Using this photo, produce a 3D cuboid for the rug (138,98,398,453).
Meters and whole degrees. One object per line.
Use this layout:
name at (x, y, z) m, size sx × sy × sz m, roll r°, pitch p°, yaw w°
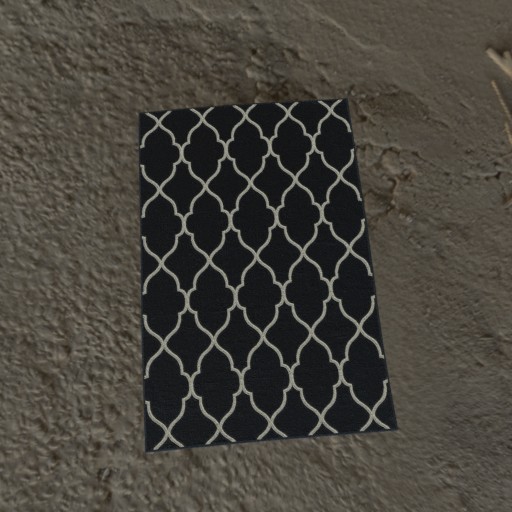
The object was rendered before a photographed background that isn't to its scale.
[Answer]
rug at (0.000, 0.000, 2.925) m, size 1.526 × 0.014 × 2.290 m, roll -5°, pitch 75°, yaw -1°
